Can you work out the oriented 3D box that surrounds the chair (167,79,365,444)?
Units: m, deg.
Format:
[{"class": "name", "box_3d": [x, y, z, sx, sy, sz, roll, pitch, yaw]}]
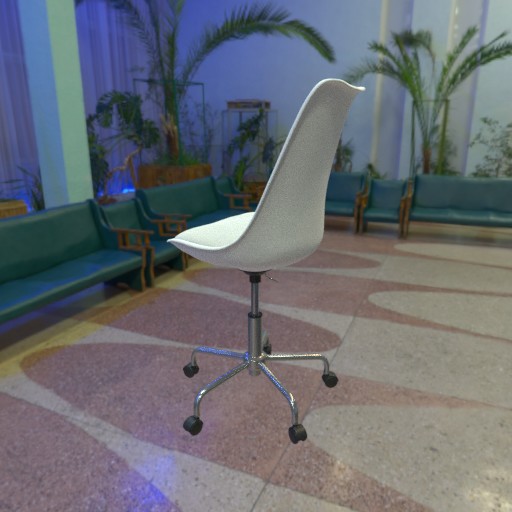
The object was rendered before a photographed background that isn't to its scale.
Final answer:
[{"class": "chair", "box_3d": [0.000, 0.000, 1.303, 0.550, 0.930, 0.550, 8, 18, 26]}]
